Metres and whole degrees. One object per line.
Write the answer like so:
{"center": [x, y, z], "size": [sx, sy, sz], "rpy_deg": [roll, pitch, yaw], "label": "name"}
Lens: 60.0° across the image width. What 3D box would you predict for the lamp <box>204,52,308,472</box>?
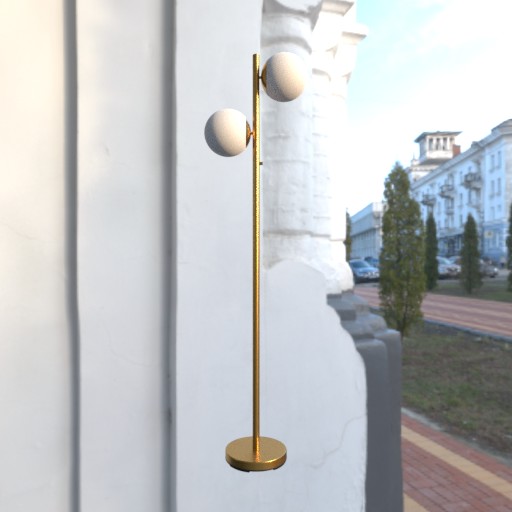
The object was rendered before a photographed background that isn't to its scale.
{"center": [0.000, 0.000, 1.800], "size": [0.419, 1.641, 0.249], "rpy_deg": [0, 0, -1], "label": "lamp"}
